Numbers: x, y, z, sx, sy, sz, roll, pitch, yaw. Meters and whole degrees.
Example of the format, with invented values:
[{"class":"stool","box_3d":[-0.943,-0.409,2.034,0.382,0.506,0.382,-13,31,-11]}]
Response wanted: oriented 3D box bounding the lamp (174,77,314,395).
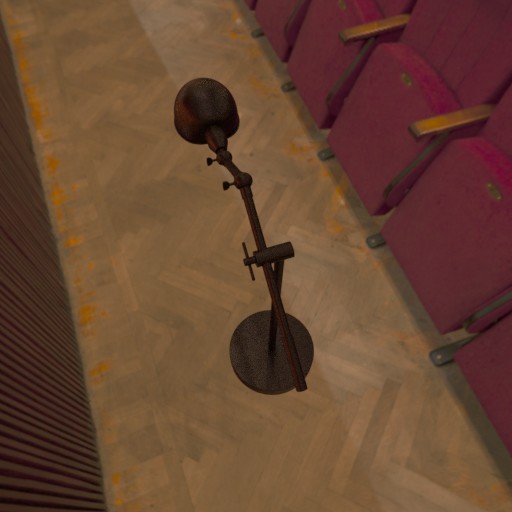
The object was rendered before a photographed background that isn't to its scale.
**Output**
[{"class":"lamp","box_3d":[0.000,0.000,0.840,0.185,0.495,0.567,-16,60,-9]}]
